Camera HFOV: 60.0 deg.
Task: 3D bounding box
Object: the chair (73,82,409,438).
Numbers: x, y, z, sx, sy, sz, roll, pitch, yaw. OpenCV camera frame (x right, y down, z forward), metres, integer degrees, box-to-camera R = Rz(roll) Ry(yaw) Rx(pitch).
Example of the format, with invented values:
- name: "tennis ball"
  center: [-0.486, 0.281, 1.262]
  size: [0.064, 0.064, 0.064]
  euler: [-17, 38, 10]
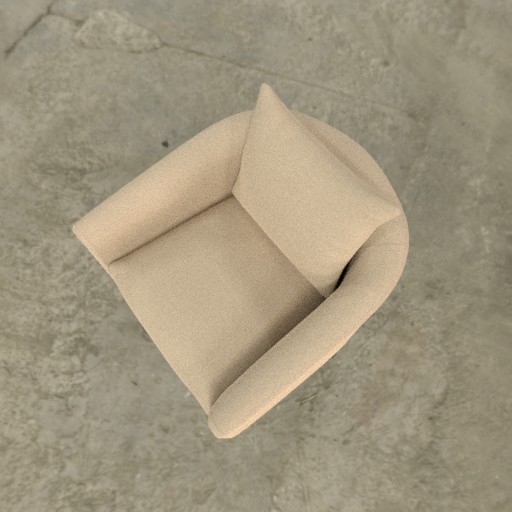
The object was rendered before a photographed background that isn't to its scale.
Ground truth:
- name: "chair"
  center: [0.000, 0.000, 1.568]
  size: [0.910, 0.848, 0.845]
  euler: [-36, 71, -14]
